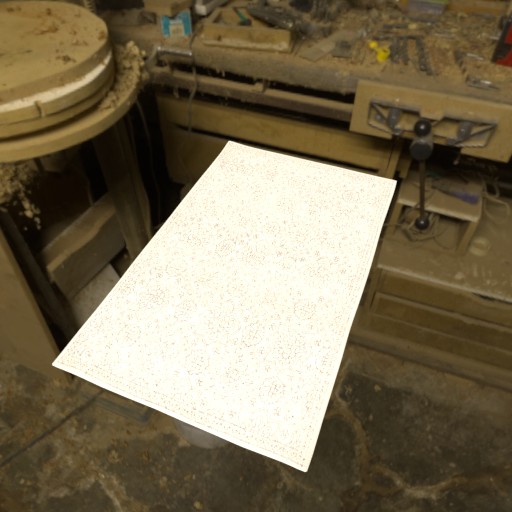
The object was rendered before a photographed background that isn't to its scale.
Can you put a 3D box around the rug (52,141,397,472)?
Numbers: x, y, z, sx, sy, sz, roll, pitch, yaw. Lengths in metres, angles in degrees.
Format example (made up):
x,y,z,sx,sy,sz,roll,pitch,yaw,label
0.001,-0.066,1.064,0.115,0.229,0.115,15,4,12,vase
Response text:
x,y,z,sx,sy,sz,roll,pitch,yaw,label
0.000,0.000,3.074,1.518,0.023,2.434,17,50,15,rug
